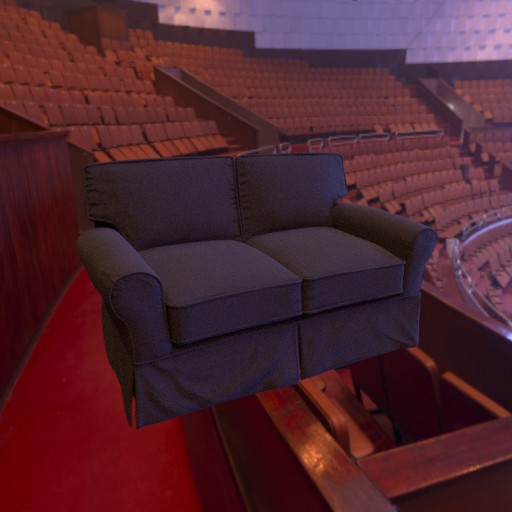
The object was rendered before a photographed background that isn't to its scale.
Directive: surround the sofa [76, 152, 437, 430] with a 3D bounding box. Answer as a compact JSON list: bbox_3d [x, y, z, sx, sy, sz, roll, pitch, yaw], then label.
[{"bbox_3d":[0.000,0.000,2.467,1.801,1.059,0.997,-9,19,-26],"label":"sofa"}]
